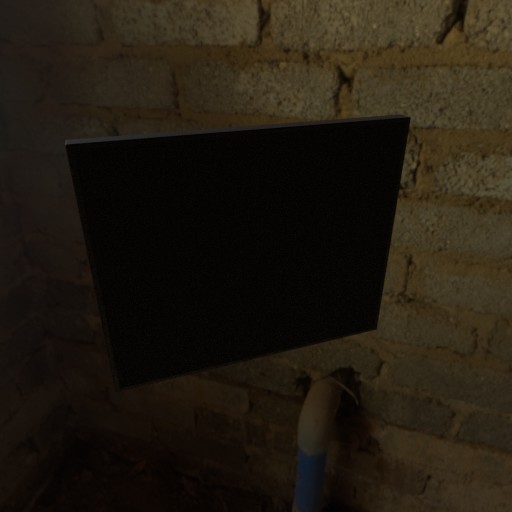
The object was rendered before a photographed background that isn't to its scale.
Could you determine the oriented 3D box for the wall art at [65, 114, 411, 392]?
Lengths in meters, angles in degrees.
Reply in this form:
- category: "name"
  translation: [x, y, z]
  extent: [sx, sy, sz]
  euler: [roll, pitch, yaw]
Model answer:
- category: "wall art"
  translation: [0.000, 0.000, 0.803]
  extent: [0.559, 0.458, 0.029]
  euler: [-10, 30, -17]
